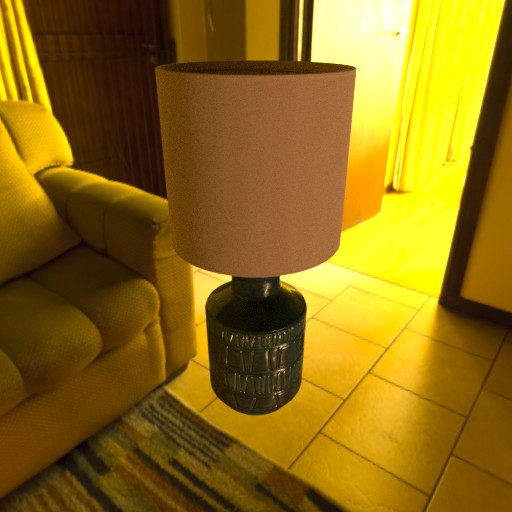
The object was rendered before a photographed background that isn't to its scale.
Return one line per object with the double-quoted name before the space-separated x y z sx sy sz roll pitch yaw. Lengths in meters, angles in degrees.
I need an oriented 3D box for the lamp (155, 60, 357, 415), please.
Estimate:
"lamp" 0.000 0.000 0.576 0.211 0.455 0.211 8 28 16
